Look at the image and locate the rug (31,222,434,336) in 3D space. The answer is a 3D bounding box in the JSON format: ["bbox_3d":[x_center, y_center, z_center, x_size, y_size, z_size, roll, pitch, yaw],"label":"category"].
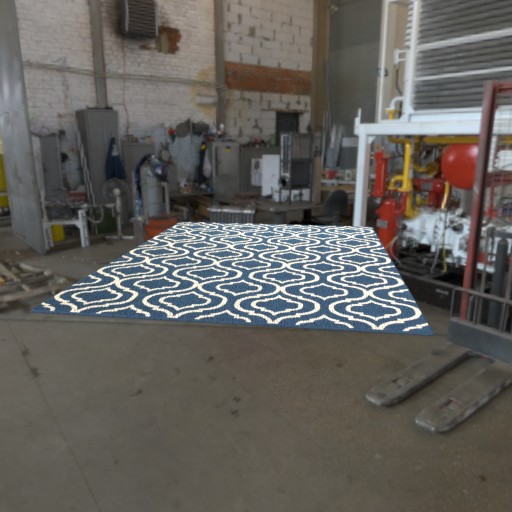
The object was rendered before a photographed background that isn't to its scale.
[{"bbox_3d":[0.000,0.000,3.822,2.270,0.020,2.881,2,15,8],"label":"rug"}]
